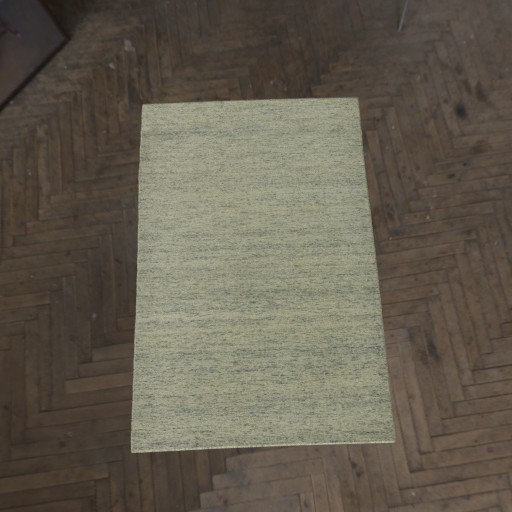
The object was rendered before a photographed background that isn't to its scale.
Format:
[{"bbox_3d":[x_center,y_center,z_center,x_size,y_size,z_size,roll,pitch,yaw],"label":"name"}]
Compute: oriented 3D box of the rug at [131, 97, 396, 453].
[{"bbox_3d":[0.000,0.000,2.299,1.243,0.014,1.846,-2,75,-1],"label":"rug"}]
